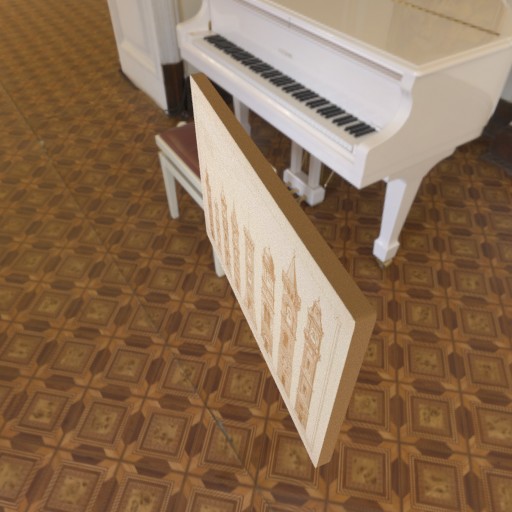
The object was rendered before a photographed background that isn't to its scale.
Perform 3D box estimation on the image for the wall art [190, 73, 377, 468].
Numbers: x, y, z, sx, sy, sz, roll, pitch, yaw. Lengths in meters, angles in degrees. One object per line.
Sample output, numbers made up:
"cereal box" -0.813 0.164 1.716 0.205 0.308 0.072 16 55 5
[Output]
"wall art" 0.000 0.000 0.488 0.019 0.254 0.380 -16 48 -15
